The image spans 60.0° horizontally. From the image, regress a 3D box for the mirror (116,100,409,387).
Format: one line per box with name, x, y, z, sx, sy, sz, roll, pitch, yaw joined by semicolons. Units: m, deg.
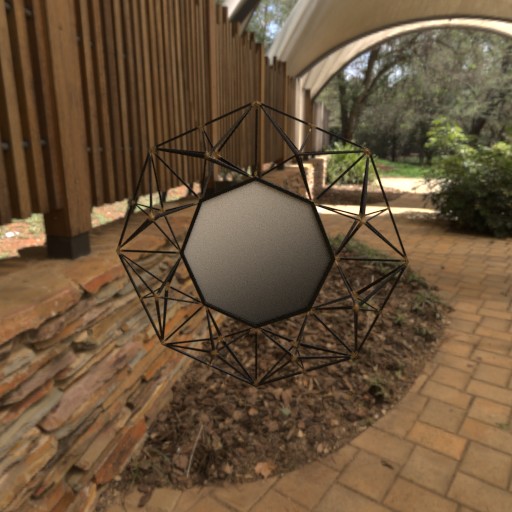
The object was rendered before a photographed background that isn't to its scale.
mirror;0.000;0.000;1.070;0.710;0.710;0.094;2;16;8
